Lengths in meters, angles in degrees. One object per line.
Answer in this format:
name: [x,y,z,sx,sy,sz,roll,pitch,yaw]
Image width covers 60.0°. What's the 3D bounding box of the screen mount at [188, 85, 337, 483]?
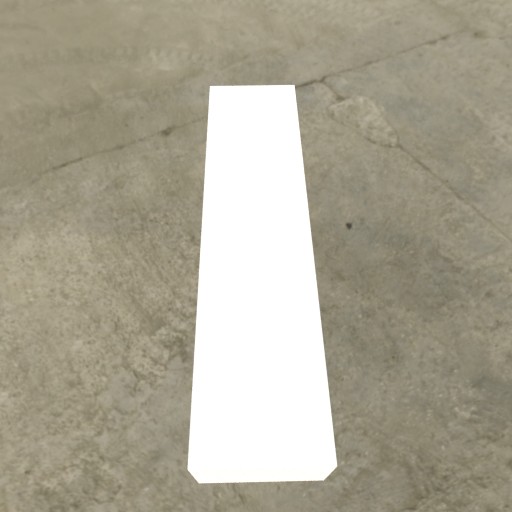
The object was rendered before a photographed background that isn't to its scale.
screen mount: [0.000,0.000,1.815,0.399,0.432,1.644,-1,56,-1]
